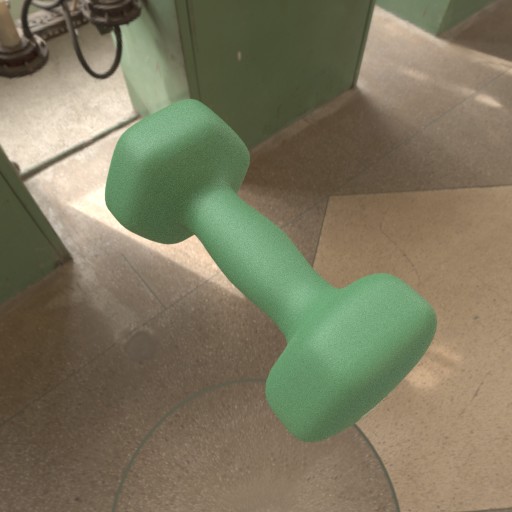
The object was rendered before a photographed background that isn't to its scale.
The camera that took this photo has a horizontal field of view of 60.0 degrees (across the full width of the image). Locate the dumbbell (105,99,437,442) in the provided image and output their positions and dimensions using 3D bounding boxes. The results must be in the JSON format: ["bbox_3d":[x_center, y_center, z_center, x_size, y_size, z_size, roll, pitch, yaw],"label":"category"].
[{"bbox_3d":[0.000,0.000,0.323,0.126,0.114,0.257,-35,65,-19],"label":"dumbbell"}]
